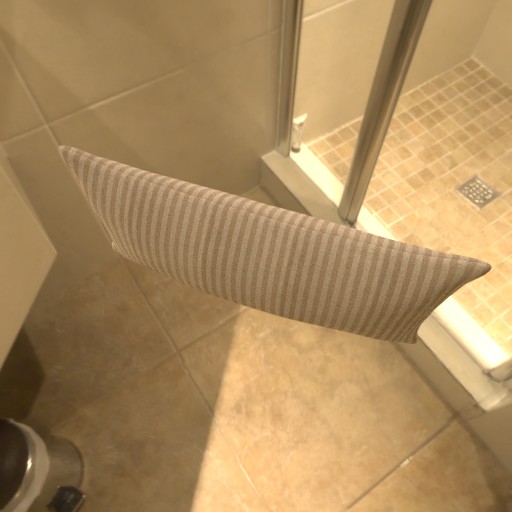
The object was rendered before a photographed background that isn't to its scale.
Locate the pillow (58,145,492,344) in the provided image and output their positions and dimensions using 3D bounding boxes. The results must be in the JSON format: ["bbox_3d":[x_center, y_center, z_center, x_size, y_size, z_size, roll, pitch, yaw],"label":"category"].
[{"bbox_3d":[0.000,0.000,0.723,0.617,0.295,0.151,17,61,9],"label":"pillow"}]
